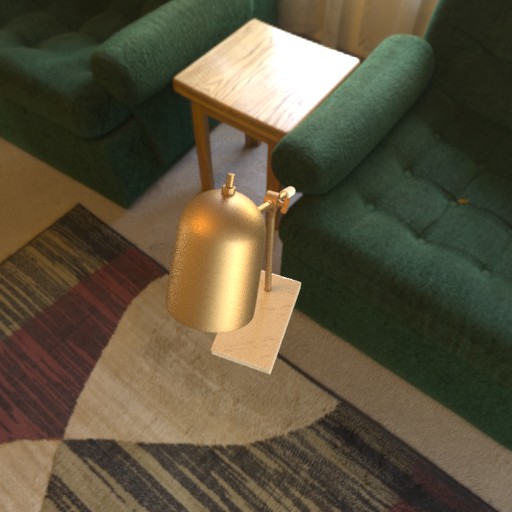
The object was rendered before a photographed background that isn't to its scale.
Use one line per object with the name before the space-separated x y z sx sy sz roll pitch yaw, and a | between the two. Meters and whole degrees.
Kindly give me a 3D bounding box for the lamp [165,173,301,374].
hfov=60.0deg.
lamp | 0.000 0.000 0.819 0.144 0.603 0.471 17 58 11
